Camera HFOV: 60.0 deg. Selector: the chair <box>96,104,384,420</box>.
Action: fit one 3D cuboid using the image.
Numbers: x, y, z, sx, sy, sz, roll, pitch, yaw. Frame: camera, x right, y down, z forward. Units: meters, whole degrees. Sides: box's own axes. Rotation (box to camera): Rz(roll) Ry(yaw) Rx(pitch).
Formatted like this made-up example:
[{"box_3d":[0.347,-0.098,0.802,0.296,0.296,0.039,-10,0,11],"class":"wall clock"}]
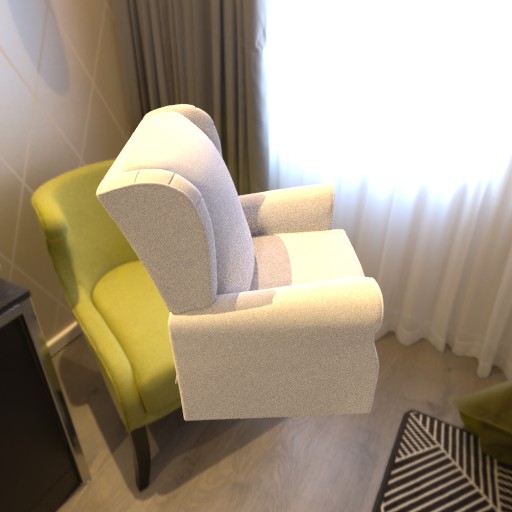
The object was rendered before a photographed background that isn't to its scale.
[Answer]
[{"box_3d":[0.000,0.000,1.699,0.854,0.967,0.906,-1,32,-2],"class":"chair"}]
